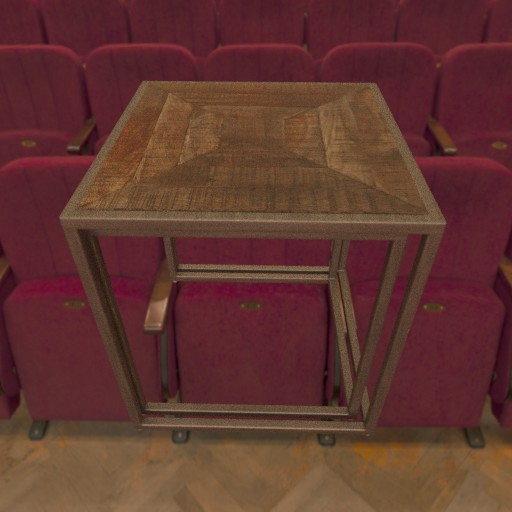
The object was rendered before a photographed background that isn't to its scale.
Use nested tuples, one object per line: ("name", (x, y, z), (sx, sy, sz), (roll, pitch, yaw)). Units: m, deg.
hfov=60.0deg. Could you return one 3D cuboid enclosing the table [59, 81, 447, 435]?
("table", (0.000, 0.000, 0.842), (0.449, 0.500, 0.450), (1, 41, 1))
